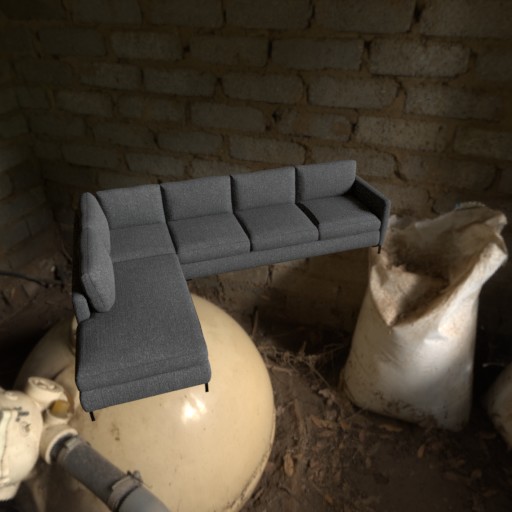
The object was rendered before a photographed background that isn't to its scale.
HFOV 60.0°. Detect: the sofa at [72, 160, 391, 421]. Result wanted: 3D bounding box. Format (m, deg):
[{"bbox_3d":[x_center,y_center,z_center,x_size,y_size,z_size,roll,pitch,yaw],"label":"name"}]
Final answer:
[{"bbox_3d":[0.000,0.000,3.806,2.949,0.815,2.007,-10,34,-15],"label":"sofa"}]
